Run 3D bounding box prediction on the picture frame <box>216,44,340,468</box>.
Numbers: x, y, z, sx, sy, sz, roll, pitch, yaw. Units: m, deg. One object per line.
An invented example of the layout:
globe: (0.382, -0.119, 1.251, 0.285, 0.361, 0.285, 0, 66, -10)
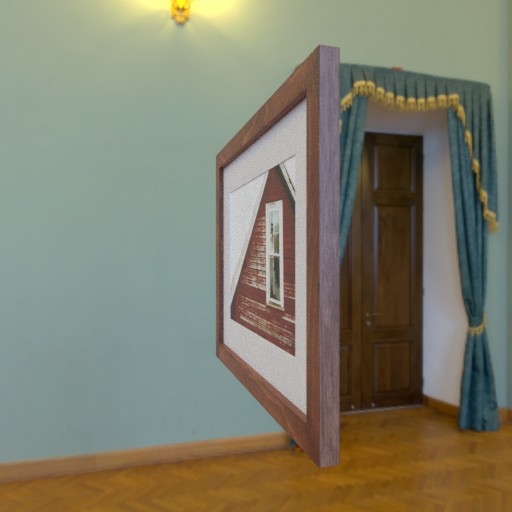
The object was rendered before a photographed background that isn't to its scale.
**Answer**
picture frame: (0.000, 0.000, 0.750, 0.025, 0.457, 0.559, 0, 0, -17)
